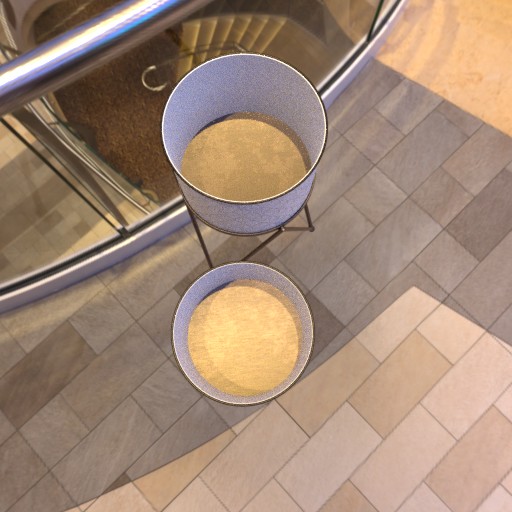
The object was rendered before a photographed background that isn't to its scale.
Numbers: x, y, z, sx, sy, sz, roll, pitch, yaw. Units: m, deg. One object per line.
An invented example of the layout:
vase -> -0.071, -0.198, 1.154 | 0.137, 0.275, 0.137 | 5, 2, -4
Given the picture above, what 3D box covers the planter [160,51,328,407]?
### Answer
planter -> 0.000, 0.000, 1.177 | 0.413, 0.712, 0.769 | 0, 77, 0
